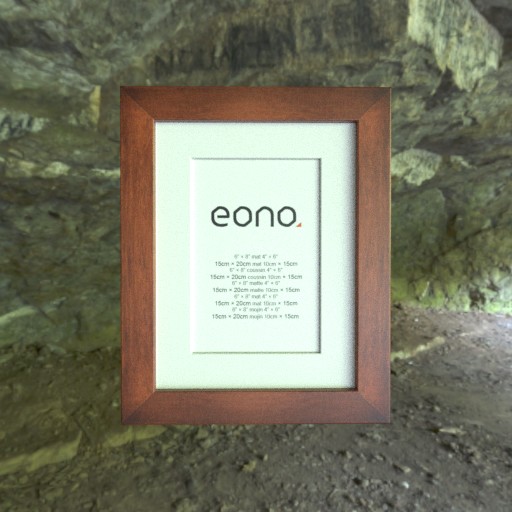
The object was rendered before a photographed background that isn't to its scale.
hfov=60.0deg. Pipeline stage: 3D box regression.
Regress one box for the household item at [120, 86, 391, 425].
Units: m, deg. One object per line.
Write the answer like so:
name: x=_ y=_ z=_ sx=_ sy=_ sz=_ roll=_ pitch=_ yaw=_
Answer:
household item: x=0.000 y=0.000 z=0.338 sx=0.200 sy=0.250 sz=0.020 roll=0 pitch=1 yaw=-1
